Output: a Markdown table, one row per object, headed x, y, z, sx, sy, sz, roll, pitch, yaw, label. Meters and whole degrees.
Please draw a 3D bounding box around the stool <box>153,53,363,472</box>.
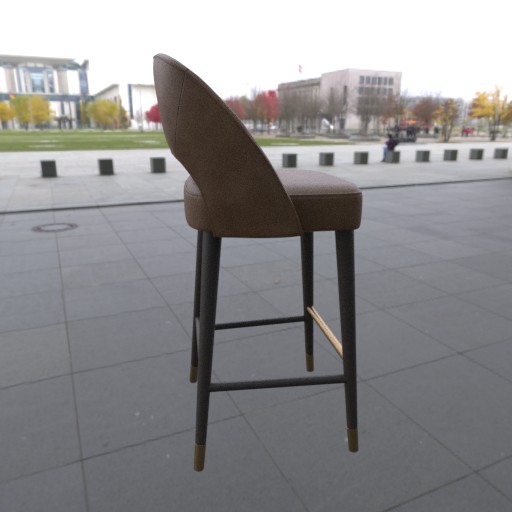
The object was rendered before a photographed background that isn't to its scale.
| x | y | z | sx | sy | sz | roll | pitch | yaw | label |
| --- | --- | --- | --- | --- | --- | --- | --- | --- | --- |
| 0.000 | 0.000 | 1.261 | 0.509 | 1.037 | 0.494 | -3 | 17 | -9 | stool |
